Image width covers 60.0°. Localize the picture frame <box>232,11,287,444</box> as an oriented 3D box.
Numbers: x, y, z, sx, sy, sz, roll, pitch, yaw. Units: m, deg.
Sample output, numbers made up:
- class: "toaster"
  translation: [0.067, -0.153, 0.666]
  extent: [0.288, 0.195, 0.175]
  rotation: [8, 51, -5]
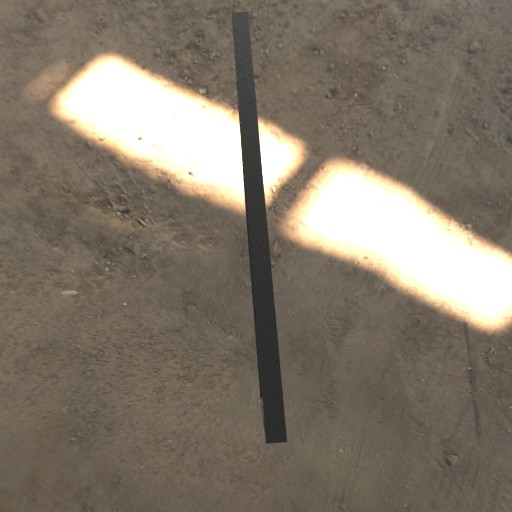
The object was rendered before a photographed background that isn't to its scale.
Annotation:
- class: "picture frame"
  translation: [0.000, 0.000, 1.132]
  extent: [0.032, 0.775, 0.775]
  rotation: [-4, 76, -1]
